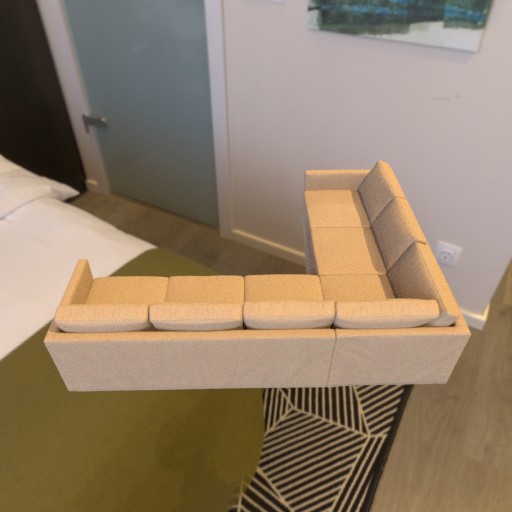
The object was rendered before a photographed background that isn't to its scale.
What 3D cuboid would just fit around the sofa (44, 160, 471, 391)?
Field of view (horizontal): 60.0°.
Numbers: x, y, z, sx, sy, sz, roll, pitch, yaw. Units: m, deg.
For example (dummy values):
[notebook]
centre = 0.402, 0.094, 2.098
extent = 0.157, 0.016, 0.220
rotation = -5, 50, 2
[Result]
[sofa]
centre = 0.000, 0.000, 4.336
extent = 3.182, 0.871, 2.432
rotation = -1, 41, -1
